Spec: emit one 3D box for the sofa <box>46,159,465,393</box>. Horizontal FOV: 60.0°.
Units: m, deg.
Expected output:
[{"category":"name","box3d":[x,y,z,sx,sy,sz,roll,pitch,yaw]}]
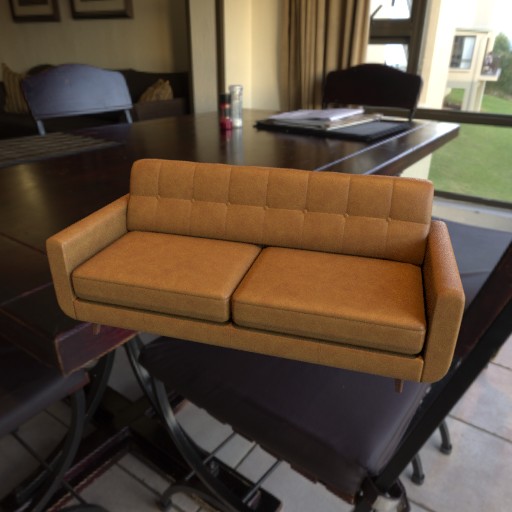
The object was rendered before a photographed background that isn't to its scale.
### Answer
[{"category":"sofa","box3d":[0.000,0.000,2.620,2.137,0.892,0.980,7,26,15]}]
